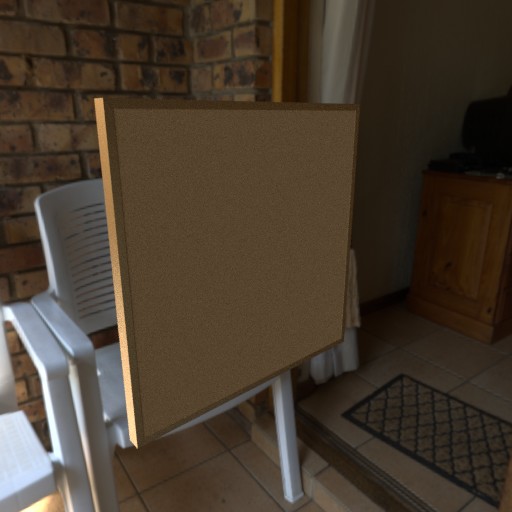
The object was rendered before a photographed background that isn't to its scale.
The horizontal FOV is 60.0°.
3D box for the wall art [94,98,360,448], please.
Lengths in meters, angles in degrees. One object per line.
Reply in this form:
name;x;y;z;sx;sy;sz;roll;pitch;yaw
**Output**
wall art;0.000;0.000;1.159;0.762;0.762;0.038;-15;23;-39
